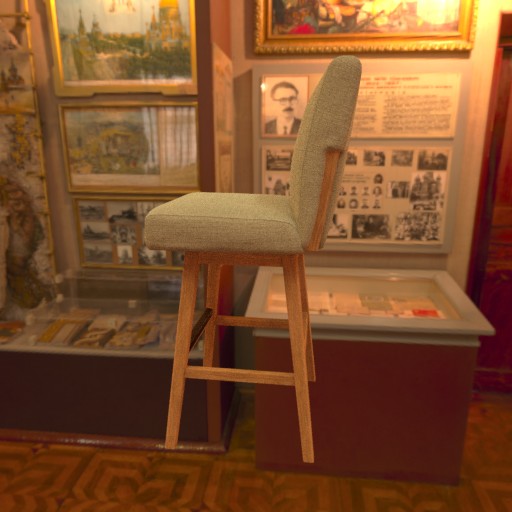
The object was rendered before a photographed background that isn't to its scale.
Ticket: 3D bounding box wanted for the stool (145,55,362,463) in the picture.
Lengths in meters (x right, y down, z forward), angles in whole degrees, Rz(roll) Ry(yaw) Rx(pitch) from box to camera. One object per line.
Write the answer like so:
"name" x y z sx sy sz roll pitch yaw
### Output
"stool" 0.000 0.000 1.405 0.569 1.106 0.483 2 15 8
